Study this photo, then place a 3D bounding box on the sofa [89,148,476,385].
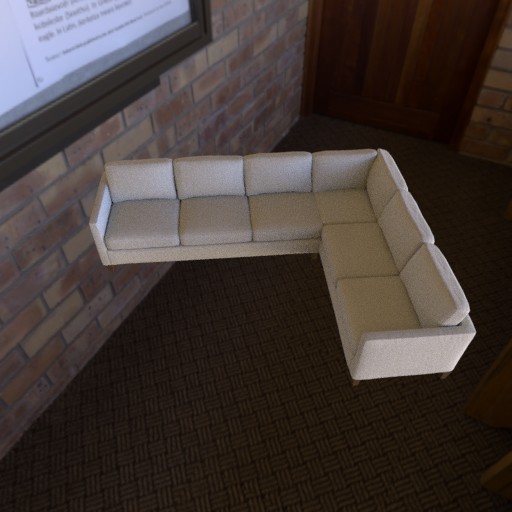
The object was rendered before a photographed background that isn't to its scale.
[{"bbox_3d":[0.000,0.000,4.429,3.333,0.934,2.522,-3,46,-3],"label":"sofa"}]
